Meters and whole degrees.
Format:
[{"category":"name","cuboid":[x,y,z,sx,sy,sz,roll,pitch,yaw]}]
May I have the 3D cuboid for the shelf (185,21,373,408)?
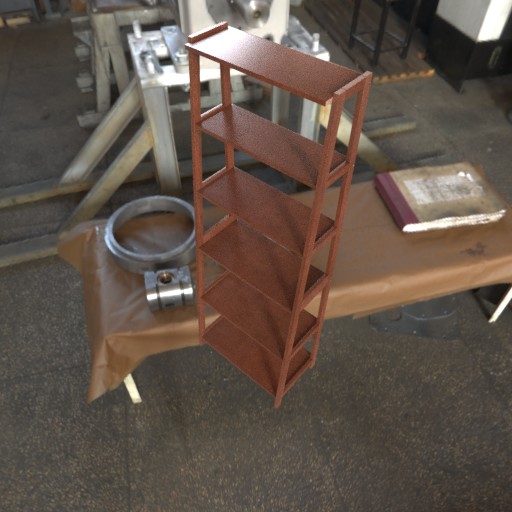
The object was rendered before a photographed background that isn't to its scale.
[{"category":"shelf","cuboid":[0.000,0.000,2.160,0.660,1.892,0.382,33,56,26]}]
